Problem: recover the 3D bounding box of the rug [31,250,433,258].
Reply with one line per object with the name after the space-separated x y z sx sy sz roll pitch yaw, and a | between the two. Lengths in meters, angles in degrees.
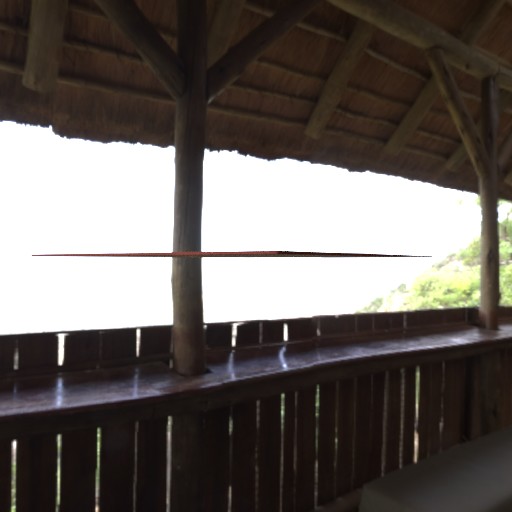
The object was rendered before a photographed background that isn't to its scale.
0.000 0.000 4.101 2.430 0.018 2.976 0 -1 36 | rug
